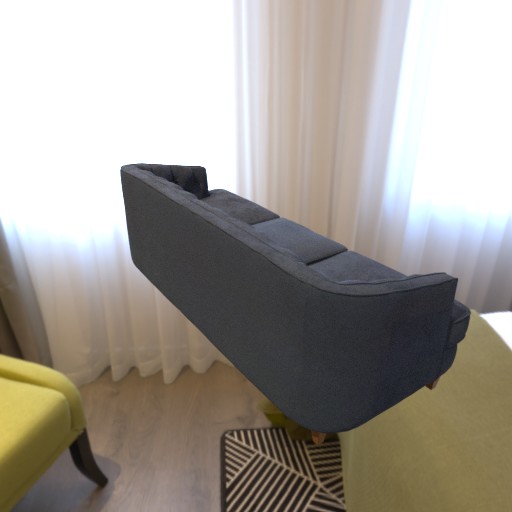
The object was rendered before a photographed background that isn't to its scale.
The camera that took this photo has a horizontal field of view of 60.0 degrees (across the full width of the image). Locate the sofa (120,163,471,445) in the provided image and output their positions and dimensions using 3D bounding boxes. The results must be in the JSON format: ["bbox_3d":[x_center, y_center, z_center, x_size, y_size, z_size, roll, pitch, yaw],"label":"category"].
[{"bbox_3d":[0.000,0.000,2.674,0.941,0.855,2.278,-18,31,-31],"label":"sofa"}]
